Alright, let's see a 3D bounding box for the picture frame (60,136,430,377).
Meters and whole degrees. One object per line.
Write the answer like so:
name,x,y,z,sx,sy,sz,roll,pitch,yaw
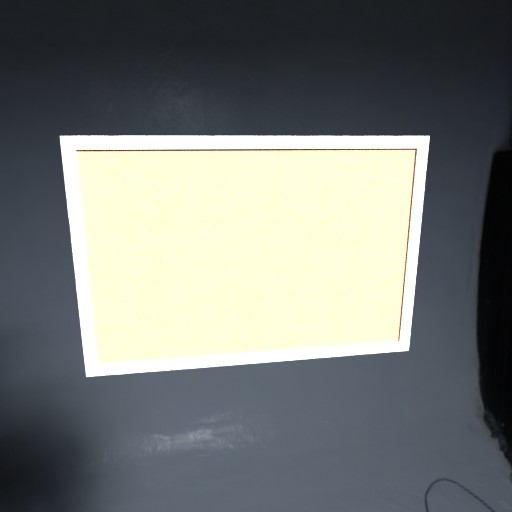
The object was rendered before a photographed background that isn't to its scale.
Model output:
picture frame,0.000,0.000,1.225,0.950,0.640,0.029,-2,15,-9
